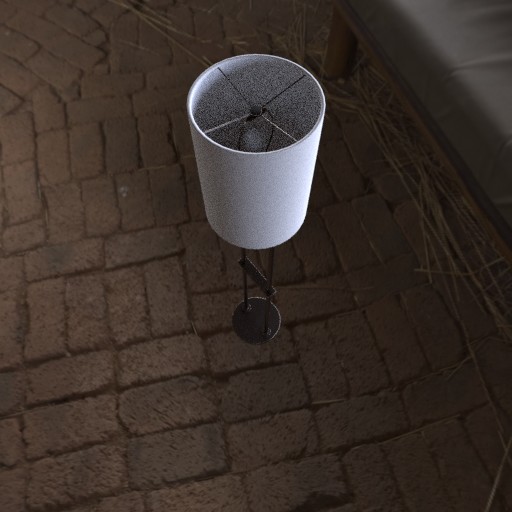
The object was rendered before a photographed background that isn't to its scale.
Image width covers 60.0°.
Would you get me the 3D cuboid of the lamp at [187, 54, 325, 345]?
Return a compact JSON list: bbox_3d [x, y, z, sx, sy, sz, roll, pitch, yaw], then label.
[{"bbox_3d":[0.000,0.000,1.646,0.305,1.500,0.306,-35,68,-16],"label":"lamp"}]
